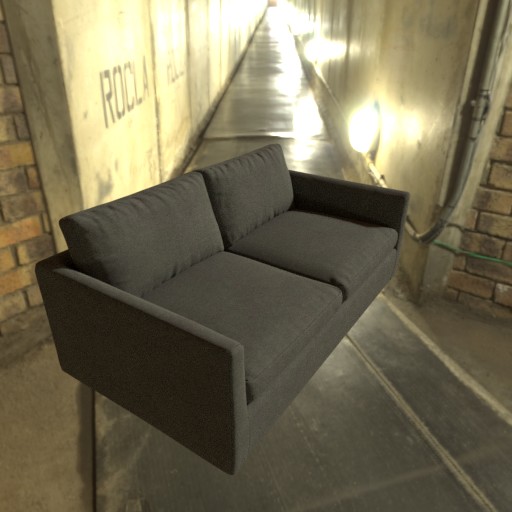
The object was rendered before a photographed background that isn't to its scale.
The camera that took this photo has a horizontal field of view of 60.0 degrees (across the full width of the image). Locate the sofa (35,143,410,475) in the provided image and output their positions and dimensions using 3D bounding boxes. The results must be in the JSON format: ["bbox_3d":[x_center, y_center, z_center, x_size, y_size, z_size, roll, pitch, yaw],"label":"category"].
[{"bbox_3d":[0.000,0.000,2.457,1.091,0.845,1.909,17,31,30],"label":"sofa"}]
